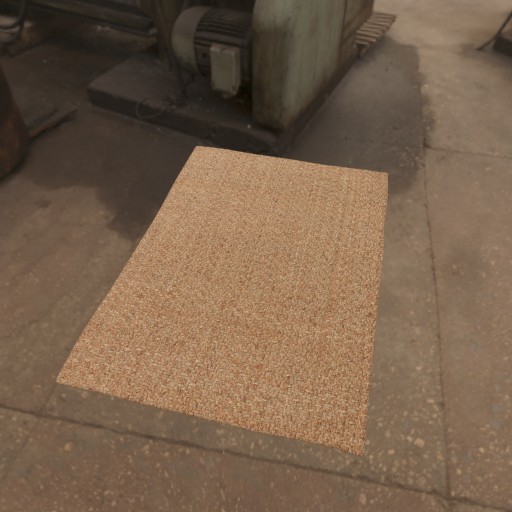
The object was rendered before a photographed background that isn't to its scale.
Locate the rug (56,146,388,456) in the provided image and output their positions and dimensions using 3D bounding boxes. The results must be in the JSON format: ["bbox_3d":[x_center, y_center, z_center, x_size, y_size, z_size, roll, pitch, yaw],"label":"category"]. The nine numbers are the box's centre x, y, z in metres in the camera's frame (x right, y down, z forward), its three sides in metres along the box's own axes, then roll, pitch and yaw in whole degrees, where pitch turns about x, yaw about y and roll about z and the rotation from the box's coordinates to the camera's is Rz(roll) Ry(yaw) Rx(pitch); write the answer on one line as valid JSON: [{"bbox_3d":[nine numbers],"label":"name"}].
[{"bbox_3d":[0.000,0.000,2.788,1.566,0.013,2.141,10,48,9],"label":"rug"}]
